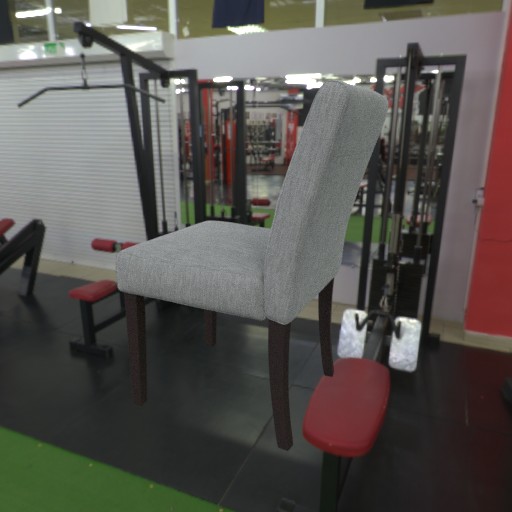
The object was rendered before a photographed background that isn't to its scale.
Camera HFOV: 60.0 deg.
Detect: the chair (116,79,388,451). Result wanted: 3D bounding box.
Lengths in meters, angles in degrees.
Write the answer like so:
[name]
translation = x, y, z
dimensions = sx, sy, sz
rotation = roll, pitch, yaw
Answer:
[chair]
translation = 0.000, 0.000, 1.264
dimensions = 0.629, 0.884, 0.487
rotation = 8, 18, 25
